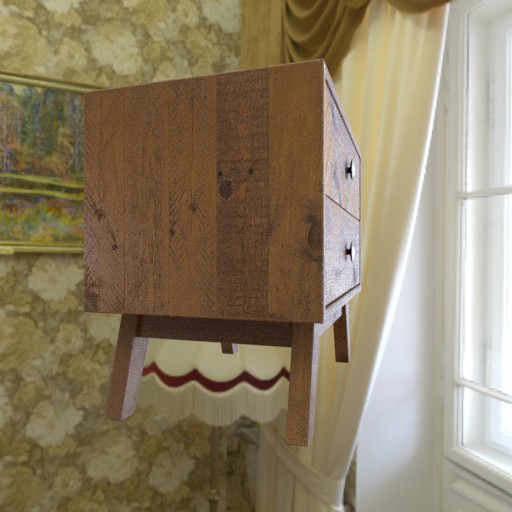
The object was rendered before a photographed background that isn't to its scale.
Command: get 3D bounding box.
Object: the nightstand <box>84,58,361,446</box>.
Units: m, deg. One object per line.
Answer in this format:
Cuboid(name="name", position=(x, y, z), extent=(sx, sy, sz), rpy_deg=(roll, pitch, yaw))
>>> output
Cuboid(name="nightstand", position=(0.000, 0.000, 1.044), extent=(0.450, 0.599, 0.650), rpy_deg=(0, 0, 18))
